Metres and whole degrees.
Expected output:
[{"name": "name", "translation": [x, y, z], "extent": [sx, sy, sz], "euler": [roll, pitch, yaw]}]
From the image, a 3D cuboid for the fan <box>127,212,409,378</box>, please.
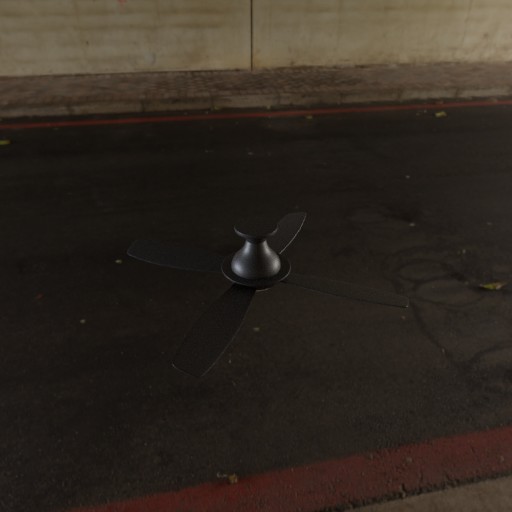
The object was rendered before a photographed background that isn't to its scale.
[{"name": "fan", "translation": [0.000, 0.000, 2.503], "extent": [1.694, 0.382, 1.694], "euler": [11, 32, 18]}]
